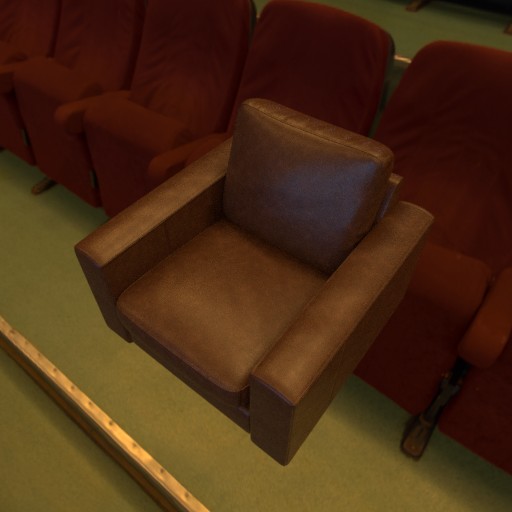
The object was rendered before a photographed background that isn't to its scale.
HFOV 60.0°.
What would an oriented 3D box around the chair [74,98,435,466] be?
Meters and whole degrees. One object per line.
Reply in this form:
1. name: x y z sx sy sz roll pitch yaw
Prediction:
1. chair: 0.000 0.000 1.759 1.005 0.873 1.016 30 54 24
